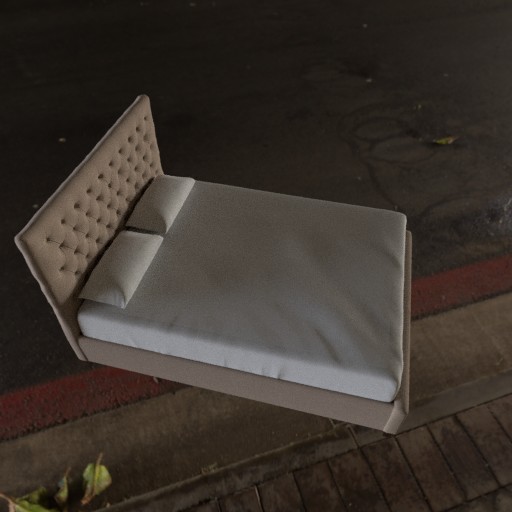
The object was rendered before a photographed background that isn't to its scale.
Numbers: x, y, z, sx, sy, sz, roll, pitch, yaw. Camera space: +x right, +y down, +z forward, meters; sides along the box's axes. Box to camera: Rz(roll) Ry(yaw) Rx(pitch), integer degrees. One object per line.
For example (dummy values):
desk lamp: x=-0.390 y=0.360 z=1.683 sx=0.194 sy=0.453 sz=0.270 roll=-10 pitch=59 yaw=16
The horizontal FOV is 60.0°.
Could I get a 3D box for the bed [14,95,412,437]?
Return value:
bed: x=0.000 y=0.000 z=3.300 sx=2.387 sy=1.427 sz=1.698 roll=10 pitch=48 yaw=10
